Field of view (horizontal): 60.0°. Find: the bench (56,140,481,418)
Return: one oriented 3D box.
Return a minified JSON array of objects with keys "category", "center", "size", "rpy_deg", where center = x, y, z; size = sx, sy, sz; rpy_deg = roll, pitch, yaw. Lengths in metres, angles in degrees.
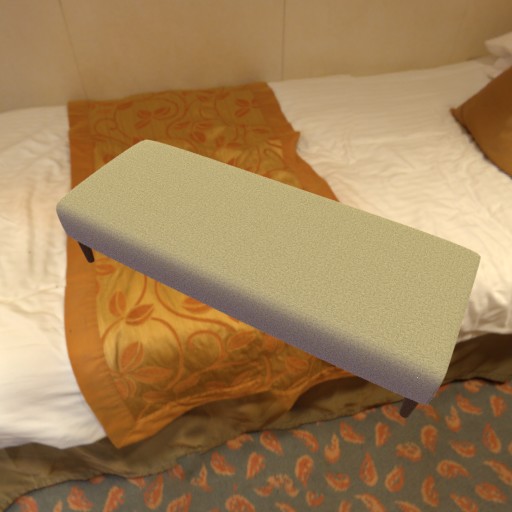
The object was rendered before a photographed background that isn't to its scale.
[{"category":"bench","center":[0.000,0.000,1.845],"size":[1.598,0.383,0.631],"rpy_deg":[22,50,20]}]
